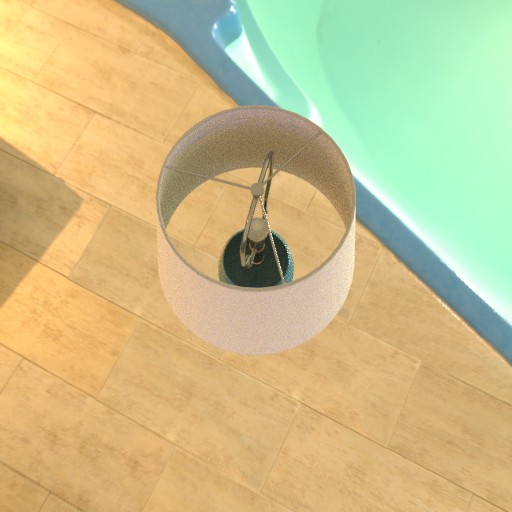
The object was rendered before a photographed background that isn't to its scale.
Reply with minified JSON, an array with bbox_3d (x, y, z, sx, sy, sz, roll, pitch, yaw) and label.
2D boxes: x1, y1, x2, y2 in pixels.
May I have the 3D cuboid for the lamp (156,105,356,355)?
[{"bbox_3d":[0.000,0.000,0.809,0.355,0.582,0.355,0,75,0],"label":"lamp"}]
